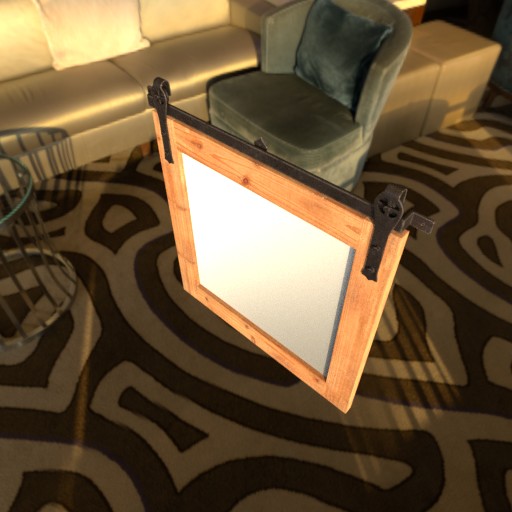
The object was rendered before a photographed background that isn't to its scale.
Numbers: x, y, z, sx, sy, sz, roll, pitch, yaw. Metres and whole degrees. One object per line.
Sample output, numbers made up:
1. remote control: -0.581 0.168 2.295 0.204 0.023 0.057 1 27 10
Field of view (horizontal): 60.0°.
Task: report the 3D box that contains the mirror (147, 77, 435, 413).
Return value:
1. mirror: 0.000 0.000 1.200 0.805 0.800 0.054 33 54 28
